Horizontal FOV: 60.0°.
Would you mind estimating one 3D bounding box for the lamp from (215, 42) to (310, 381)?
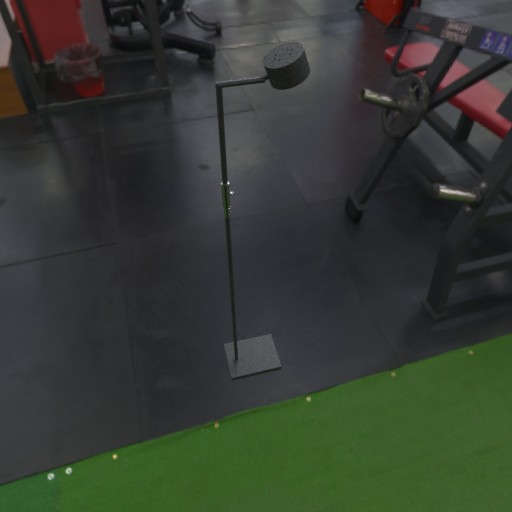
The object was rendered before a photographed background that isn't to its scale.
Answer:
[{"bbox_3d":[0.000,0.000,1.751,0.304,1.600,0.203,-11,49,-10],"label":"lamp"}]
